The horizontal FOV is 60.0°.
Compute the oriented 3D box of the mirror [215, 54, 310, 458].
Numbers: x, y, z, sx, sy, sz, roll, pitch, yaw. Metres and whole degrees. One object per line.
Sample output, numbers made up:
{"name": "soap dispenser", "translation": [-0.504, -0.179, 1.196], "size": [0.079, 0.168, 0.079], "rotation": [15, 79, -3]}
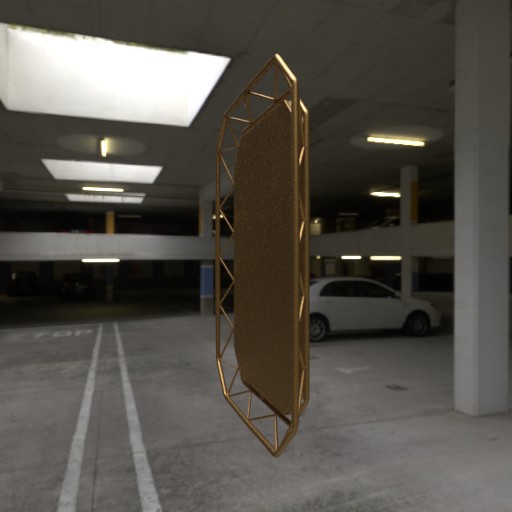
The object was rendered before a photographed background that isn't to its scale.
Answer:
{"name": "mirror", "translation": [0.000, 0.000, 0.750], "size": [0.042, 0.566, 0.417], "rotation": [0, 0, -19]}
